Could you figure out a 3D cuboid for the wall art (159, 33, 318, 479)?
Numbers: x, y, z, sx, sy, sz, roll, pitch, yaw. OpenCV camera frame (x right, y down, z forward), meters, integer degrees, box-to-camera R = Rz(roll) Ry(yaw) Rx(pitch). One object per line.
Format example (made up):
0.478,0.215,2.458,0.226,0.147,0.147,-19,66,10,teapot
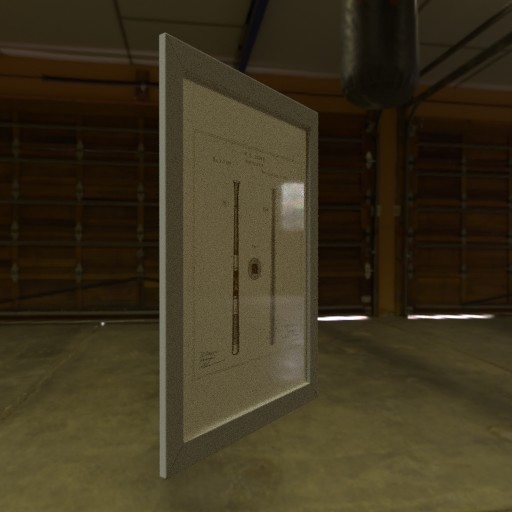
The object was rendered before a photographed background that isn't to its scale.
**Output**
0.000,0.000,0.677,0.012,0.529,0.374,0,0,36,wall art
